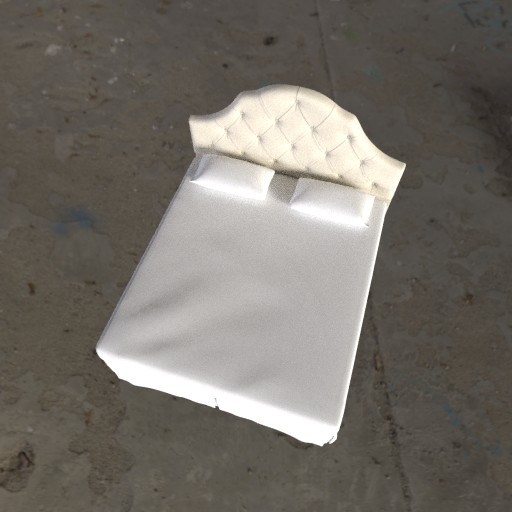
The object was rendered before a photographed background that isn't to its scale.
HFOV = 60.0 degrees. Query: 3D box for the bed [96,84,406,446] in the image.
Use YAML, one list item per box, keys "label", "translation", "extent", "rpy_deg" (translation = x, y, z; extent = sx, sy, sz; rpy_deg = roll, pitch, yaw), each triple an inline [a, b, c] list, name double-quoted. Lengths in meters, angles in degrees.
- label: "bed"
  translation: [0.000, 0.000, 3.580]
  extent: [2.008, 1.615, 2.214]
  rpy_deg: [15, 60, 9]
